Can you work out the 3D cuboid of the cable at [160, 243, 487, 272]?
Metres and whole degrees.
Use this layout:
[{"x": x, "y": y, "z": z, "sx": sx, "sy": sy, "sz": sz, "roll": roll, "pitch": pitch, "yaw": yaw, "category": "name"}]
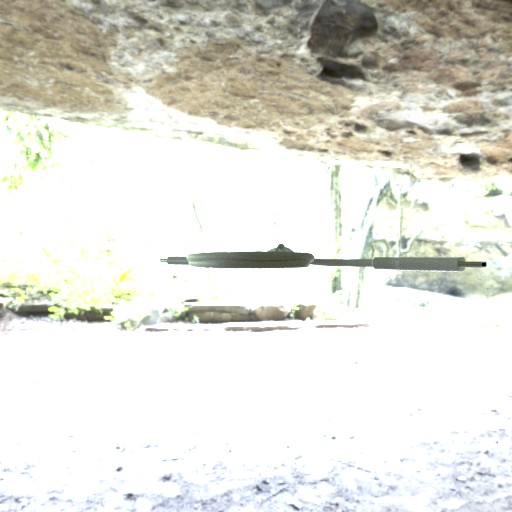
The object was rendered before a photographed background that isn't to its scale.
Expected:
[{"x": 0.000, "y": 0.000, "z": 0.229, "sx": 0.203, "sy": 0.014, "sz": 0.070, "roll": 0, "pitch": 0, "yaw": 37, "category": "cable"}]
